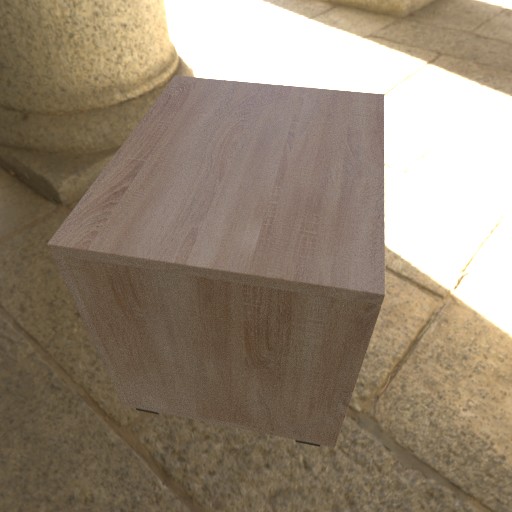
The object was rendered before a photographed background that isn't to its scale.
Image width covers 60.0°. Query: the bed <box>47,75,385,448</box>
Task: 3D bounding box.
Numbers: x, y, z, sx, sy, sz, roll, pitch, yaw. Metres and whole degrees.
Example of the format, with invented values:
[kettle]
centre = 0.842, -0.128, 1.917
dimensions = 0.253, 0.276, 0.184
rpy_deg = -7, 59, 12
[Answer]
[bed]
centre = 0.000, 0.000, 0.790
dimensions = 0.401, 0.420, 0.460
rpy_deg = 8, 46, 8
